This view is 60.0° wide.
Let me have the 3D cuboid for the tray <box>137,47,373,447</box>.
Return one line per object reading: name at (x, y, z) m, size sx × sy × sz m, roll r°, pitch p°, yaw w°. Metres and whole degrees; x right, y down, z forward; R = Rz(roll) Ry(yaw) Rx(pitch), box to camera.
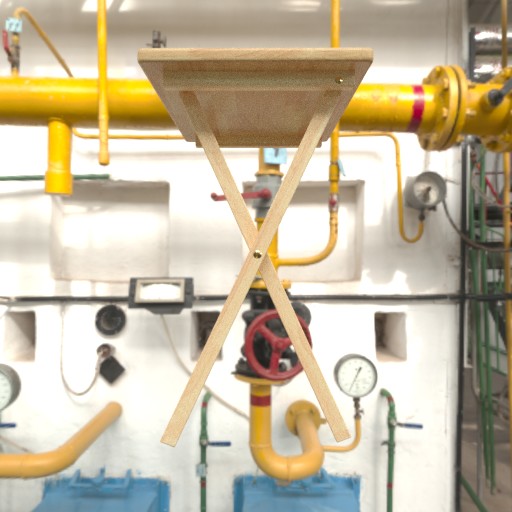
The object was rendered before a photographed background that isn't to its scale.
tray at (0.000, 0.000, 0.944) m, size 0.381 × 0.660 × 0.483 m, roll 0°, pitch -1°, yaw 0°
